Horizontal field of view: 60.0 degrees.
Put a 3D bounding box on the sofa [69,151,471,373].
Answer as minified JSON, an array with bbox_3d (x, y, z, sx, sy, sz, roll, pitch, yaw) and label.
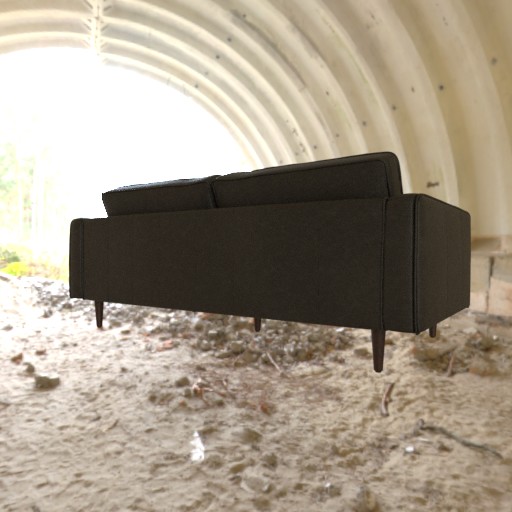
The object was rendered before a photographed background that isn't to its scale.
[{"bbox_3d":[0.000,0.000,2.242,1.879,0.770,0.921,0,1,35],"label":"sofa"}]
